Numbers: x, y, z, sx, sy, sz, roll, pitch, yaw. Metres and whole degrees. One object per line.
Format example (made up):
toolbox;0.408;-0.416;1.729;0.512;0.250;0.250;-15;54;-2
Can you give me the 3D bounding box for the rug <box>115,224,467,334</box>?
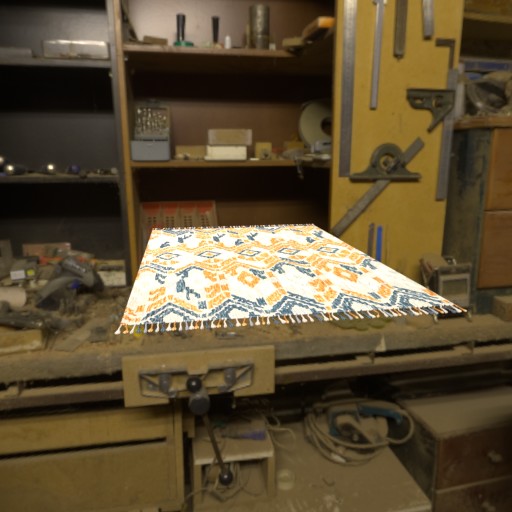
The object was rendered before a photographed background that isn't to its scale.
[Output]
rug;0.000;0.000;3.026;1.533;0.010;2.428;-2;14;-9
